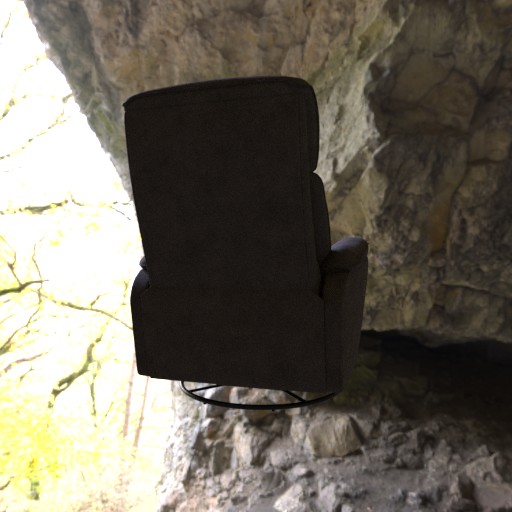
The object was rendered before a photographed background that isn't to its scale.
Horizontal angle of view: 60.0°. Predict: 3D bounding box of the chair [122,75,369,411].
[{"bbox_3d":[0.000,0.000,1.724,0.830,1.036,1.009,0,0,16],"label":"chair"}]
